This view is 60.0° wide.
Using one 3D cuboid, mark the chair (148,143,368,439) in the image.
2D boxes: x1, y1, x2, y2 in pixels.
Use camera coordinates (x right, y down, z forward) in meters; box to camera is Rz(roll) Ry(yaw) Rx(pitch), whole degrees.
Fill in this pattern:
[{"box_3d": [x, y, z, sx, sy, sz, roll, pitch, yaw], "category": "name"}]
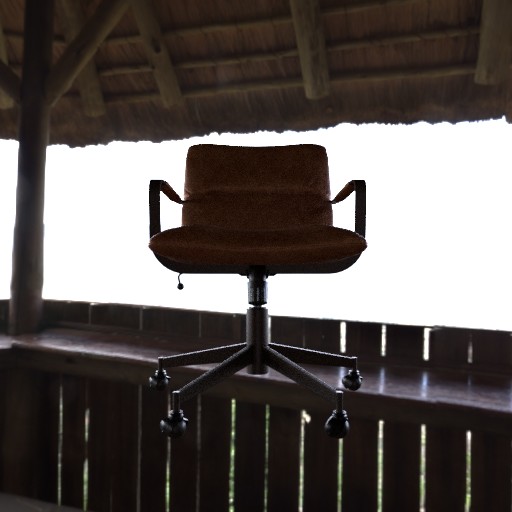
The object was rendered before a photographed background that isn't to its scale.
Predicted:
[{"box_3d": [0.000, 0.000, 1.466, 0.727, 0.922, 0.754, 0, 0, 0], "category": "chair"}]
